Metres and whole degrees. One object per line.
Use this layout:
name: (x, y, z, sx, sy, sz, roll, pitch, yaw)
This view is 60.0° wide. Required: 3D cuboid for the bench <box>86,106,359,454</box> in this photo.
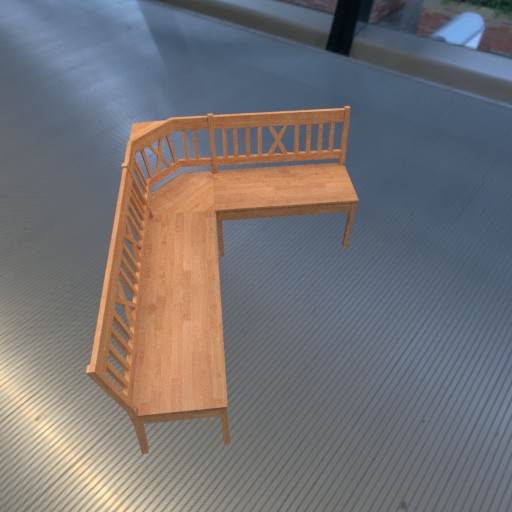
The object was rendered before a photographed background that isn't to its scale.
bench: (0.000, 0.000, 2.767, 1.537, 0.902, 1.937, -4, 47, -4)
